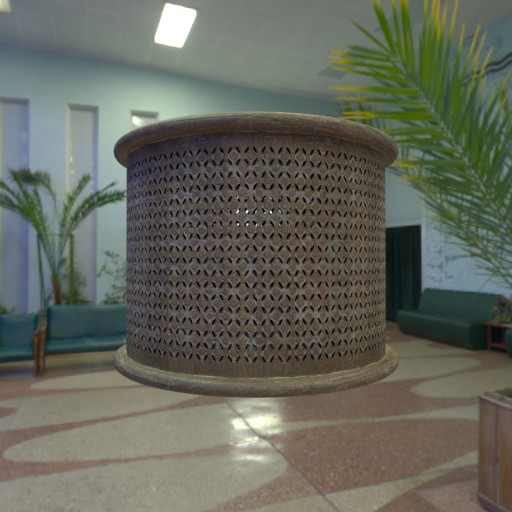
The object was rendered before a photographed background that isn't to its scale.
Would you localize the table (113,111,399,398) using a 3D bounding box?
[{"bbox_3d":[0.000,0.000,0.990,0.607,0.450,0.607,0,-1,0],"label":"table"}]
